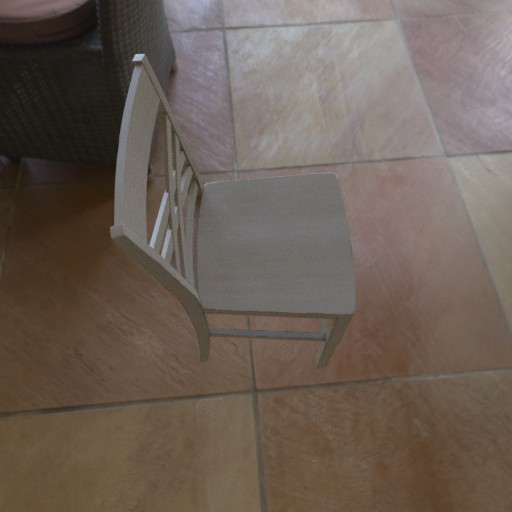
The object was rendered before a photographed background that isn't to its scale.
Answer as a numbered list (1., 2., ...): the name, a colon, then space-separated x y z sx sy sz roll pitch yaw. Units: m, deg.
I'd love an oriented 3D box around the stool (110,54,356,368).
1. stool: 0.000 0.000 1.343 0.539 1.079 0.462 -2 63 -1
